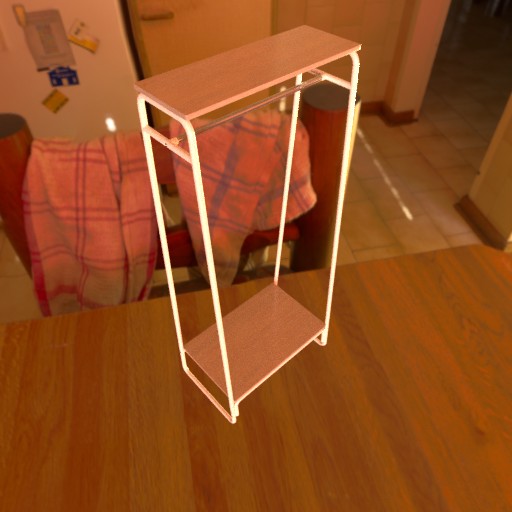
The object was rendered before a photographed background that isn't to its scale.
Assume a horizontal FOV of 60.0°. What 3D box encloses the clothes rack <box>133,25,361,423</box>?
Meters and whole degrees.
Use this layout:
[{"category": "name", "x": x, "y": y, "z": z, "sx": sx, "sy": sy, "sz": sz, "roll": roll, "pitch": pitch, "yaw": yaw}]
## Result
[{"category": "clothes rack", "x": 0.000, "y": 0.000, "z": 1.755, "sx": 0.640, "sy": 1.512, "sz": 0.400, "roll": -33, "pitch": 54, "yaw": -28}]
